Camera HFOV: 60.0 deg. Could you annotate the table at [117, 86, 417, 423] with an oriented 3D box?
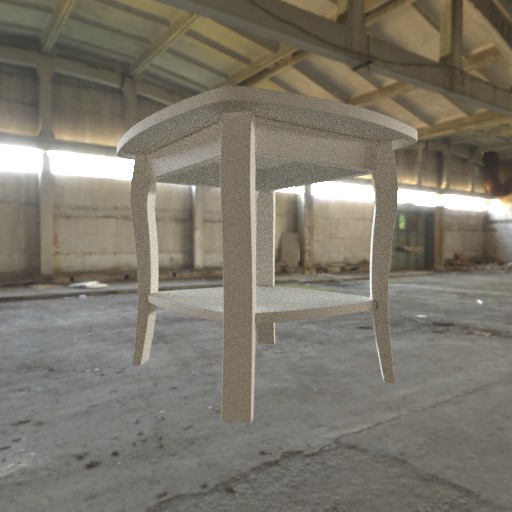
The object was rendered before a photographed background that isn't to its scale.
[{"bbox_3d":[0.000,0.000,0.842,0.451,0.438,0.502,-1,1,-35],"label":"table"}]
